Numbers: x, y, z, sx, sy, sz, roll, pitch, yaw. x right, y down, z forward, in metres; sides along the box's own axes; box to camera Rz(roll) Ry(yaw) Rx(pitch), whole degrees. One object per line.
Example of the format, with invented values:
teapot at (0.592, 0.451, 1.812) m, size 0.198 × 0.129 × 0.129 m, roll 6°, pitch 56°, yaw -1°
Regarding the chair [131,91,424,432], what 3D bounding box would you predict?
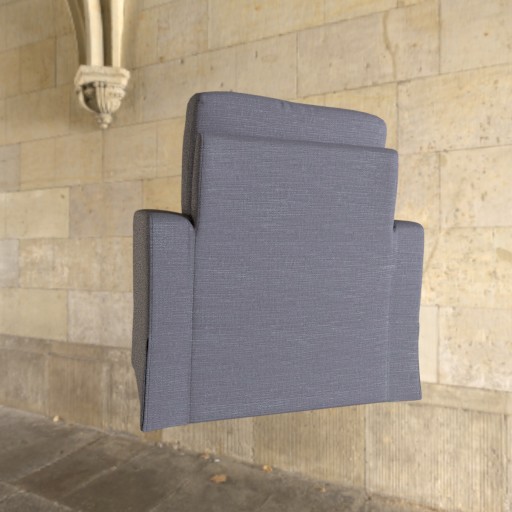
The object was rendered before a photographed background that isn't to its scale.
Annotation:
chair at (0.000, 0.000, 1.512) m, size 0.798 × 0.855 × 0.863 m, roll 0°, pitch -1°, yaw -17°
